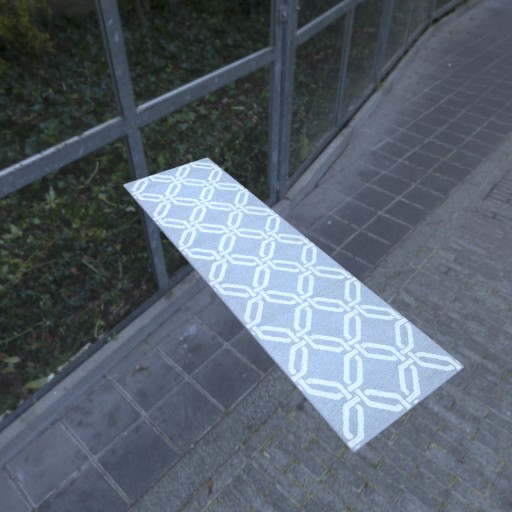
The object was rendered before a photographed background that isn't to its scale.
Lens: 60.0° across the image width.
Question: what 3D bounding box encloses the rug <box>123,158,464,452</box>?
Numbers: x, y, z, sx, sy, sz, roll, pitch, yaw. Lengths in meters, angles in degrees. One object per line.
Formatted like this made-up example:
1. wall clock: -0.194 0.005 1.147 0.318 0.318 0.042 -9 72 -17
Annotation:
1. rug: 0.000 0.000 2.525 0.678 0.014 2.276 -25 47 -25
